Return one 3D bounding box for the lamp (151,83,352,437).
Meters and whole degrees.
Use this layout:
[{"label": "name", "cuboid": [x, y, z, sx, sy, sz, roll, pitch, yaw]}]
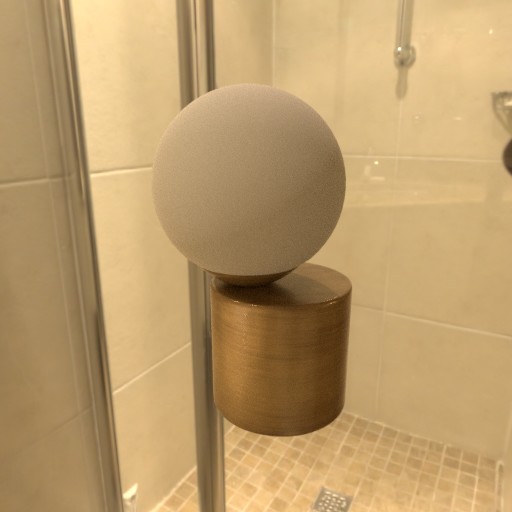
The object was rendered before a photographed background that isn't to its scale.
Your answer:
[{"label": "lamp", "cuboid": [0.000, 0.000, 0.345, 0.152, 0.250, 0.141, -2, 16, -7]}]
